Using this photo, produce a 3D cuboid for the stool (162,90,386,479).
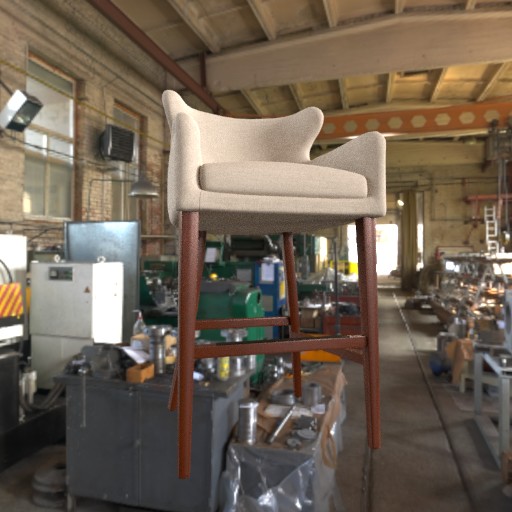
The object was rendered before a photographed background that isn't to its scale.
[{"bbox_3d":[0.000,0.000,1.345,0.556,1.034,0.563,0,0,-18],"label":"stool"}]
